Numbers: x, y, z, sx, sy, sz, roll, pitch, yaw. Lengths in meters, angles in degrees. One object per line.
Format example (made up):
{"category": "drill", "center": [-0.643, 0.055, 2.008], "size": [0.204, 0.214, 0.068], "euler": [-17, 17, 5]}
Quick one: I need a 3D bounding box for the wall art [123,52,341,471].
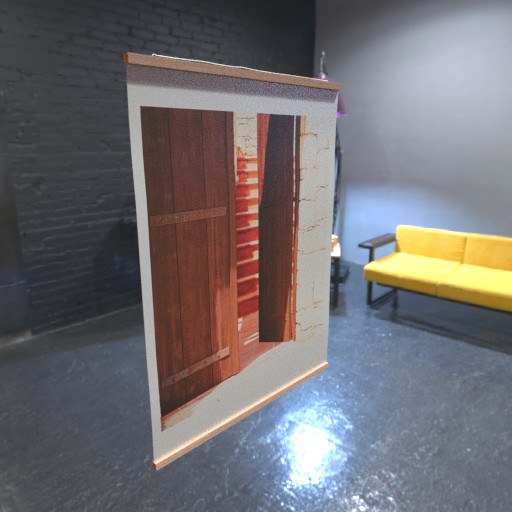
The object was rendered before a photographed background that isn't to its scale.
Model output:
{"category": "wall art", "center": [0.000, 0.000, 1.292], "size": [0.020, 1.013, 0.758], "euler": [14, 20, 43]}
